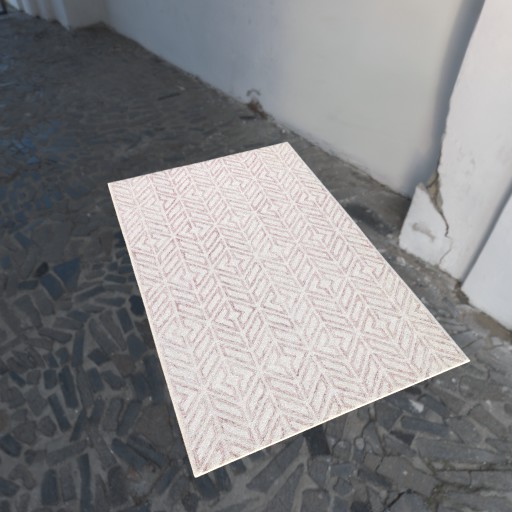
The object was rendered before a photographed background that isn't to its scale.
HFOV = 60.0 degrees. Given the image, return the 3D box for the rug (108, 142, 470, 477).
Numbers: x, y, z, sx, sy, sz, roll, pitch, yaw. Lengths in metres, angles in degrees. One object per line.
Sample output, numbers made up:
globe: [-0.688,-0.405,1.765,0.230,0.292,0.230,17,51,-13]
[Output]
rug: [0.000,0.000,2.306,1.220,0.007,1.828,-17,49,-15]
